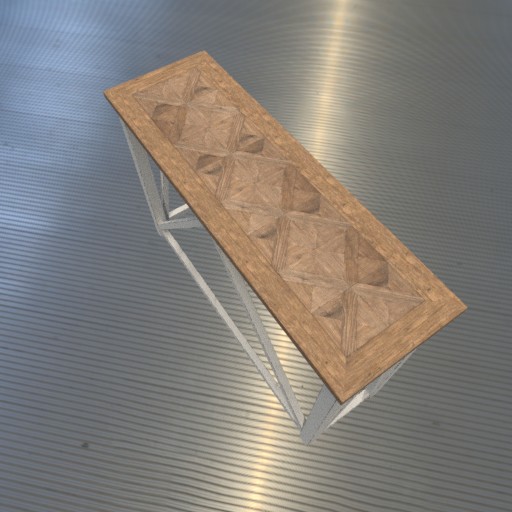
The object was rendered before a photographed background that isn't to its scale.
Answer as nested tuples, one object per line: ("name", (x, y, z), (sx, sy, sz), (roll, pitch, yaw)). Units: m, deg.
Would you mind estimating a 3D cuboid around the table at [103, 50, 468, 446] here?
("table", (0.000, 0.000, 1.845), (0.450, 0.930, 1.400), (-30, 63, -17))
